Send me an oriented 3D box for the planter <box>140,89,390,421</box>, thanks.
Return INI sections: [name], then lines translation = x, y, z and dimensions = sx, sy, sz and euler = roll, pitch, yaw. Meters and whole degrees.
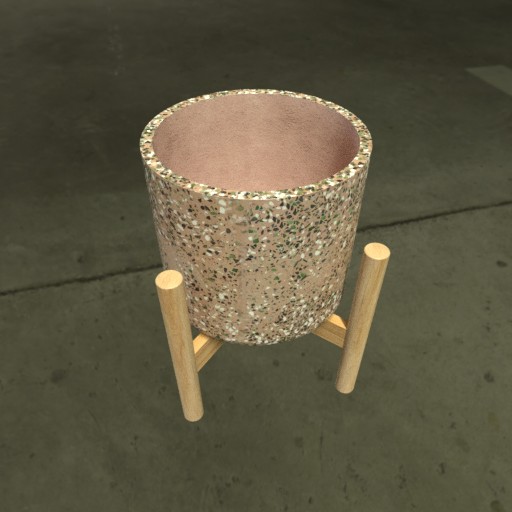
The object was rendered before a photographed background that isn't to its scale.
[planter]
translation = 0.000, 0.000, 0.538
dimensions = 0.284, 0.320, 0.284
euler = -24, 47, -24
